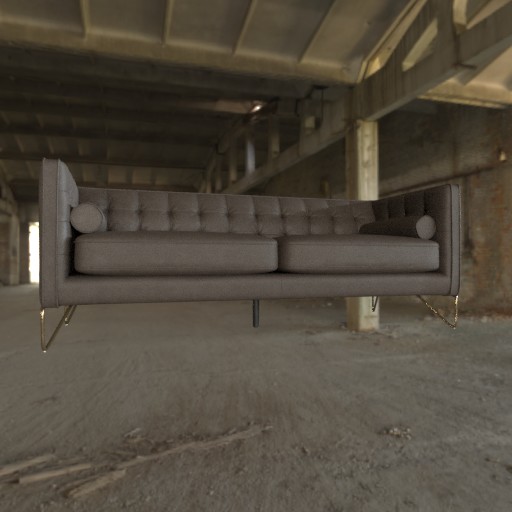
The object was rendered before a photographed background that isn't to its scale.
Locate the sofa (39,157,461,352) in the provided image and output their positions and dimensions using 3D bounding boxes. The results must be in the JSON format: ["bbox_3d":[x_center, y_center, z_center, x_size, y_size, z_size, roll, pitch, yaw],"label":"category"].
[{"bbox_3d":[0.000,0.000,2.462,2.087,0.789,0.867,0,-1,-18],"label":"sofa"}]
